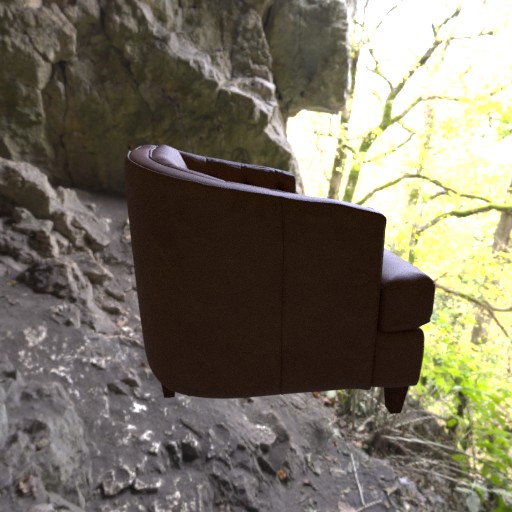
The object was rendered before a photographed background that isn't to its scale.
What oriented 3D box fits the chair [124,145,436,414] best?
[{"bbox_3d":[0.000,0.000,1.742,0.911,0.836,1.119,-3,17,-9],"label":"chair"}]
